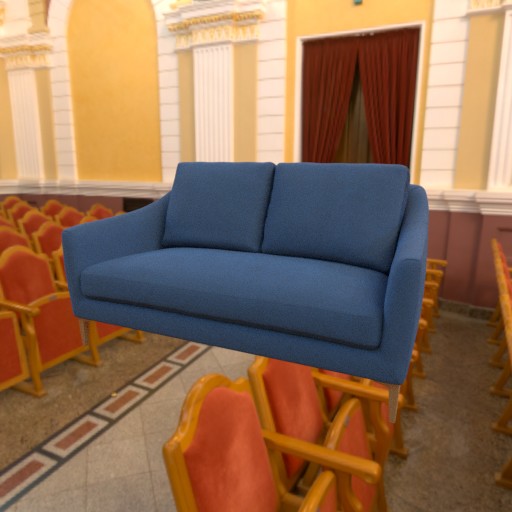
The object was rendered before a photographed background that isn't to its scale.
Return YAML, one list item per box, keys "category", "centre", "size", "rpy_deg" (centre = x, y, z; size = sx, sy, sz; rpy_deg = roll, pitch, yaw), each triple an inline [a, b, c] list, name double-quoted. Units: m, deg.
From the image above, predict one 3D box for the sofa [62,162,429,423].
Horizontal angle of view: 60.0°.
- category: "sofa"
  centre: [0.000, 0.000, 2.177]
  size: [1.619, 0.902, 0.960]
  rpy_deg: [6, 14, 26]
